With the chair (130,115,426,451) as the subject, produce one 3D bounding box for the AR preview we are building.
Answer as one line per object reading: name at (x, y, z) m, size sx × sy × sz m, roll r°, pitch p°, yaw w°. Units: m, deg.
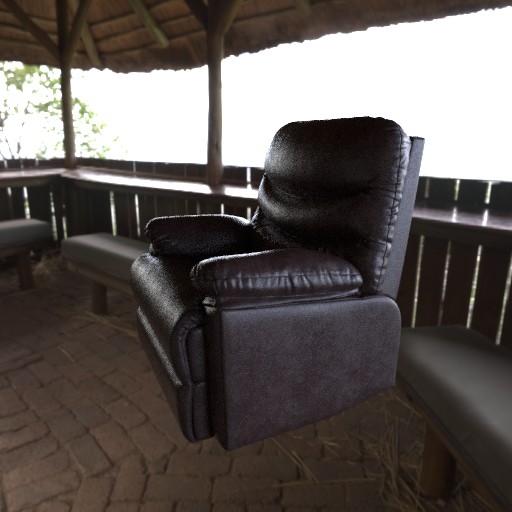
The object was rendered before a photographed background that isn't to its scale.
chair at (0.000, 0.000, 1.737) m, size 0.879 × 1.041 × 0.940 m, roll -7°, pitch 16°, yaw -24°
